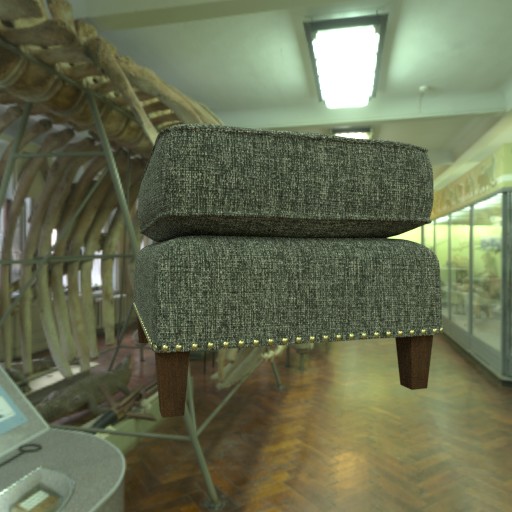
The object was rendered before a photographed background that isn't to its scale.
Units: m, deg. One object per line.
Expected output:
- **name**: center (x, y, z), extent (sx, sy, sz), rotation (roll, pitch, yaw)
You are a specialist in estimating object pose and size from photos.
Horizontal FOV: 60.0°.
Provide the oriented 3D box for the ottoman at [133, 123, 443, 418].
- **ottoman**: center (0.000, 0.000, 1.150), extent (0.589, 0.537, 0.738), rotation (0, 0, -18)
